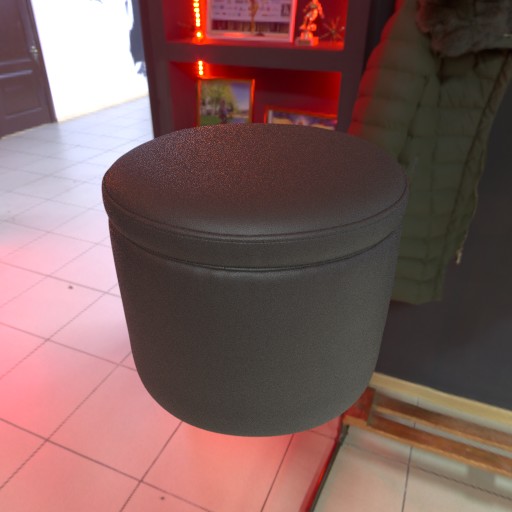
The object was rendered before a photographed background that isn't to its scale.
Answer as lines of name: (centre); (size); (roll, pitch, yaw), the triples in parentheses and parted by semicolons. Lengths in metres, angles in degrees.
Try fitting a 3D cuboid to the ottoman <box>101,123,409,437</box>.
ottoman: (0.000, 0.000, 0.827); (0.500, 0.409, 0.500); (0, 31, 0)
